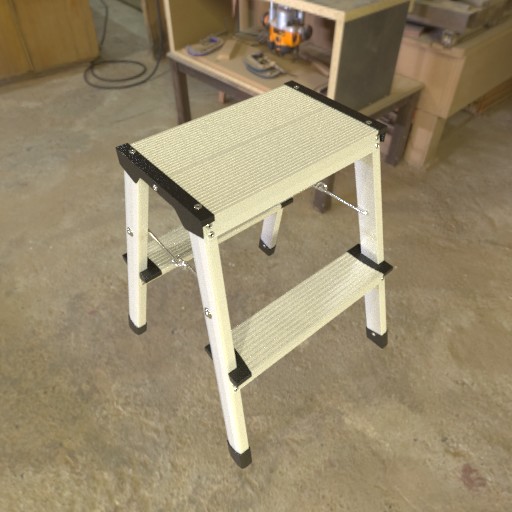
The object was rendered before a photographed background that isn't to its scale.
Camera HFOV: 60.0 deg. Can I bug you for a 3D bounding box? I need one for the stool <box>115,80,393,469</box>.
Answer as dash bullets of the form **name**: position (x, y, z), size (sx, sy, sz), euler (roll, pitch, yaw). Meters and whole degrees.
- **stool**: position (0.000, 0.000, 0.794), size (0.404, 0.480, 0.405), euler (-31, 53, -27)
